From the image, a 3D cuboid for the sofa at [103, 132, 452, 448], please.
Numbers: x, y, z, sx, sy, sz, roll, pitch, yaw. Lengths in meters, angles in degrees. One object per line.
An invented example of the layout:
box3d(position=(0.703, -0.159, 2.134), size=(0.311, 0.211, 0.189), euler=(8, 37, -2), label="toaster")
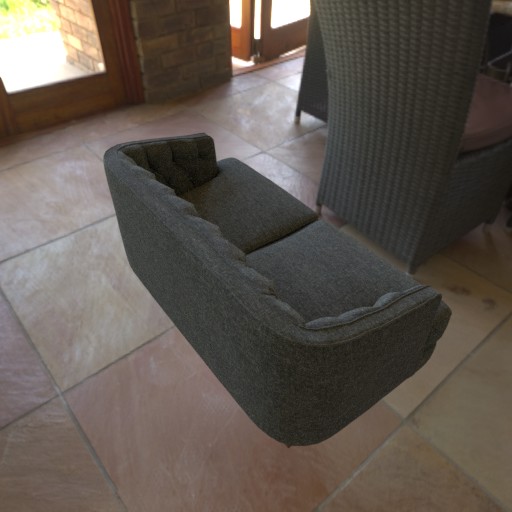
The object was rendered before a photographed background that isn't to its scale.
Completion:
box3d(position=(0.000, 0.000, 2.271), size=(0.941, 0.855, 1.733), euler=(-27, 48, -27), label="sofa")
